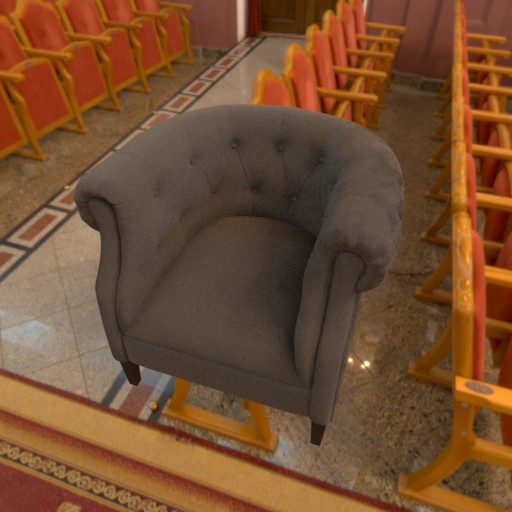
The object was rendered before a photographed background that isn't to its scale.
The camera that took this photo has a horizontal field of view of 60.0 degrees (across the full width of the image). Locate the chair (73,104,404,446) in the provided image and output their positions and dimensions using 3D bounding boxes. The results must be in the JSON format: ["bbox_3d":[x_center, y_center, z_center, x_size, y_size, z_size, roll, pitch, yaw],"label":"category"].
[{"bbox_3d":[0.000,0.000,1.572,0.904,0.826,0.851,13,41,15],"label":"chair"}]
